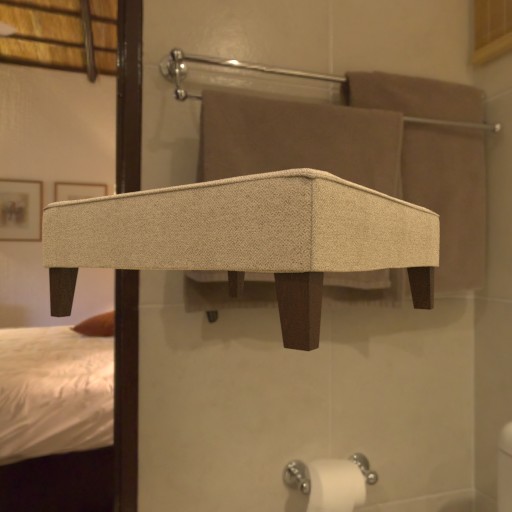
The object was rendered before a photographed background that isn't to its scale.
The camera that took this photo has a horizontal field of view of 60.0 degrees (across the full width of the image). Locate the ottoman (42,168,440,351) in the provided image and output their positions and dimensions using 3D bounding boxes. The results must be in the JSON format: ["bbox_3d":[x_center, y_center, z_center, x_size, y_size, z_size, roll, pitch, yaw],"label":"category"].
[{"bbox_3d":[0.000,0.000,1.500,0.973,0.381,0.982,0,-1,36],"label":"ottoman"}]
